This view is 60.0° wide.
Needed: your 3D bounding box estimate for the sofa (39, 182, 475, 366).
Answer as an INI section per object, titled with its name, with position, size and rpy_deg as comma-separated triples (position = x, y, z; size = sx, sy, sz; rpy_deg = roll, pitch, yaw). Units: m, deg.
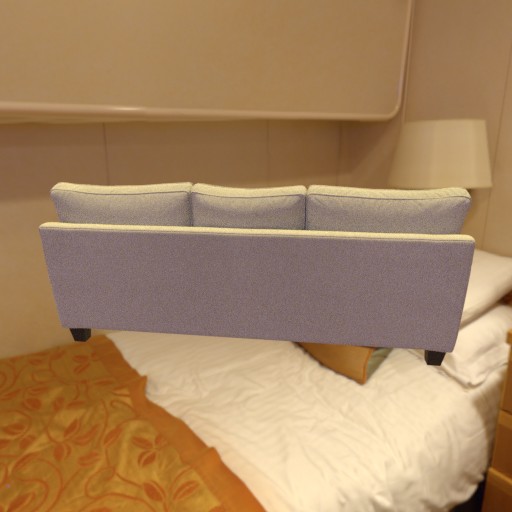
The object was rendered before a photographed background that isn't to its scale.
[sofa]
position = 0.000, 0.000, 2.838
size = 2.323, 0.991, 1.016
rpy_deg = 2, 16, 8
